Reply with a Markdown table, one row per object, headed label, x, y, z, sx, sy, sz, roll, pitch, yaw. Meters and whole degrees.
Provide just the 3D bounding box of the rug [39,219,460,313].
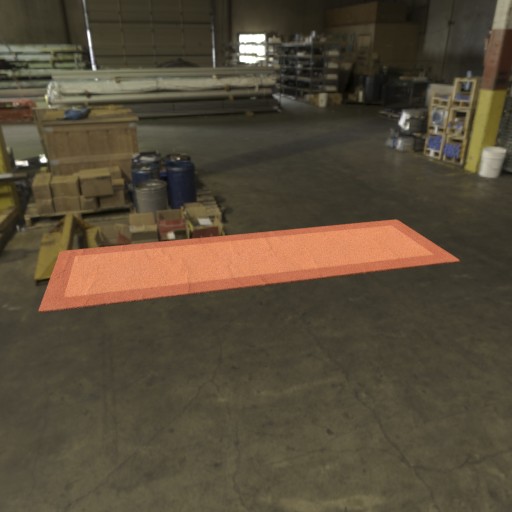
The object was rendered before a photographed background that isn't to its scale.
| label | x | y | z | sx | sy | sz | roll | pitch | yaw |
| --- | --- | --- | --- | --- | --- | --- | --- | --- | --- |
| rug | 0.000 | 0.000 | 2.805 | 2.471 | 0.013 | 0.914 | -8 | 26 | -16 |
